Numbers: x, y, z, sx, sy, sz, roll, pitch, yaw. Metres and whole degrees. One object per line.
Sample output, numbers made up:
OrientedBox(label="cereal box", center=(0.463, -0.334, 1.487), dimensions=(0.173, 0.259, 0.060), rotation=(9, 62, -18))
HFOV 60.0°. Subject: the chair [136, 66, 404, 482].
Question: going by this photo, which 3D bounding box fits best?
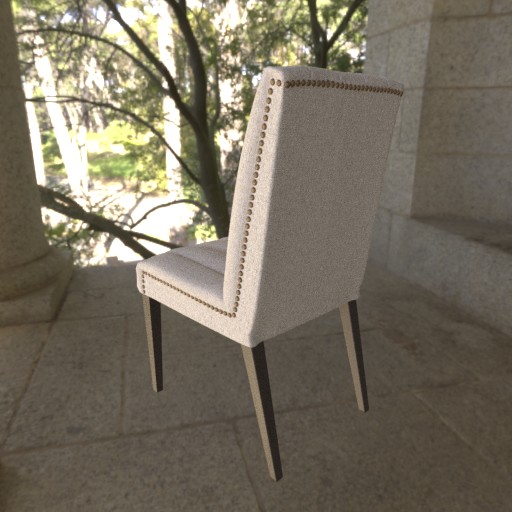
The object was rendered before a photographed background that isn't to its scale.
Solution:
OrientedBox(label="chair", center=(0.000, 0.000, 1.368), dimensions=(0.511, 1.016, 0.647), rotation=(-15, 23, -42))
